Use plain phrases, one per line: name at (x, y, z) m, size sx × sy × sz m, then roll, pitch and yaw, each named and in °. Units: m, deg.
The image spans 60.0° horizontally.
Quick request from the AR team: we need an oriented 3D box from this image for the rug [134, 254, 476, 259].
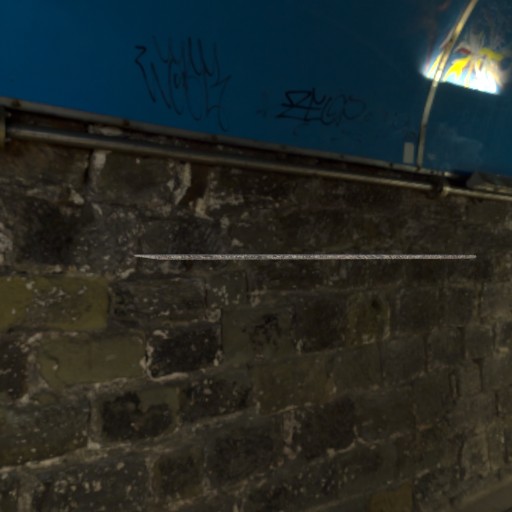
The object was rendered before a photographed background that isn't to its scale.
rug at (0.000, 0.000, 2.270) m, size 1.158 × 0.013 × 1.752 m, roll 0°, pitch 0°, yaw -17°
